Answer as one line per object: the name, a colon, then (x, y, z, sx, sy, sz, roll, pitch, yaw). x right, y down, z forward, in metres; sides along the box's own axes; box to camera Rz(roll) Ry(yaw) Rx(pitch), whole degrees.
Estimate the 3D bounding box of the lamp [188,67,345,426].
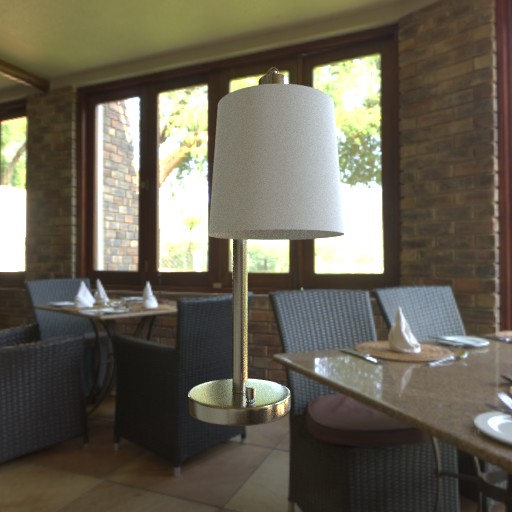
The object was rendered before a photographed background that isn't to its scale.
lamp: (0.000, 0.000, 0.640, 0.171, 0.489, 0.333, 0, -1, -19)
